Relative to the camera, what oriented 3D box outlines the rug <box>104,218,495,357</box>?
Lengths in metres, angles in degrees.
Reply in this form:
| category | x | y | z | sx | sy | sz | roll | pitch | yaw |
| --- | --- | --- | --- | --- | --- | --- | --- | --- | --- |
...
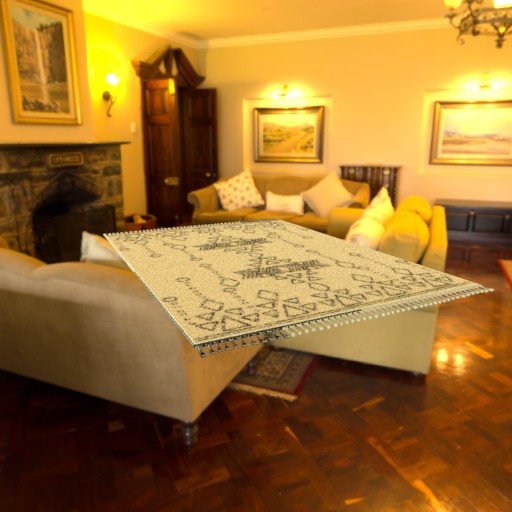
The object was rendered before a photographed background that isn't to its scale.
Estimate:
| category | x | y | z | sx | sy | sz | roll | pitch | yaw |
| --- | --- | --- | --- | --- | --- | --- | --- | --- | --- |
| rug | 0.000 | 0.000 | 2.932 | 1.600 | 0.013 | 2.312 | -7 | 17 | -26 |
